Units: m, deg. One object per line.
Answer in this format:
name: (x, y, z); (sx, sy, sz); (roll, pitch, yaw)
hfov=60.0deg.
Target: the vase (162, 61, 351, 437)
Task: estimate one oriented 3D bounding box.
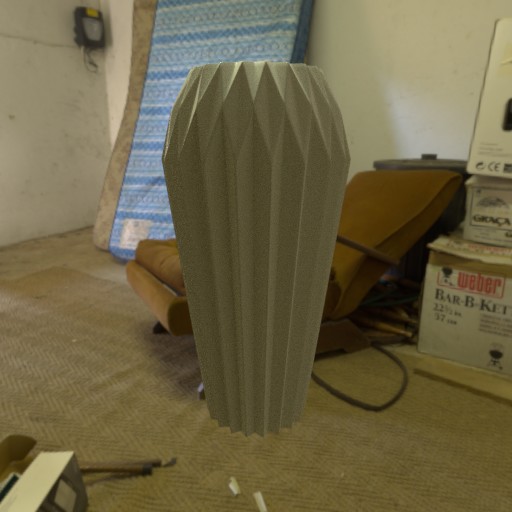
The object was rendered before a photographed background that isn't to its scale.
vase: (0.000, 0.000, 0.338); (0.133, 0.263, 0.133); (0, 16, 0)
